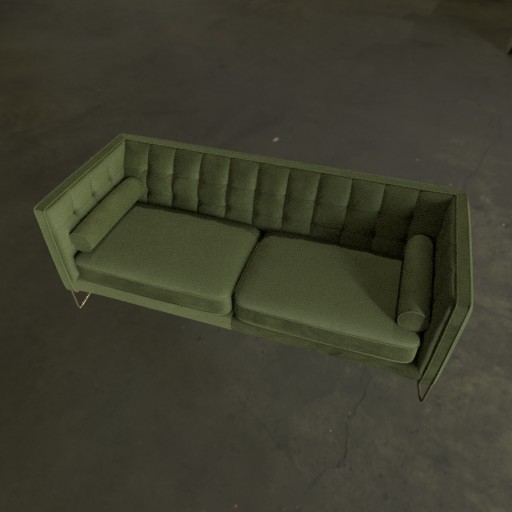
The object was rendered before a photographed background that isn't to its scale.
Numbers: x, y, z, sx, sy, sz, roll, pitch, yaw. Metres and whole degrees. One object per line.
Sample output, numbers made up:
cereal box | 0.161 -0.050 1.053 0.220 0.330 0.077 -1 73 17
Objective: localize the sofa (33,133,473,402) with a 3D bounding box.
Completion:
sofa | 0.000 0.000 2.499 2.087 0.789 0.867 13 44 13
